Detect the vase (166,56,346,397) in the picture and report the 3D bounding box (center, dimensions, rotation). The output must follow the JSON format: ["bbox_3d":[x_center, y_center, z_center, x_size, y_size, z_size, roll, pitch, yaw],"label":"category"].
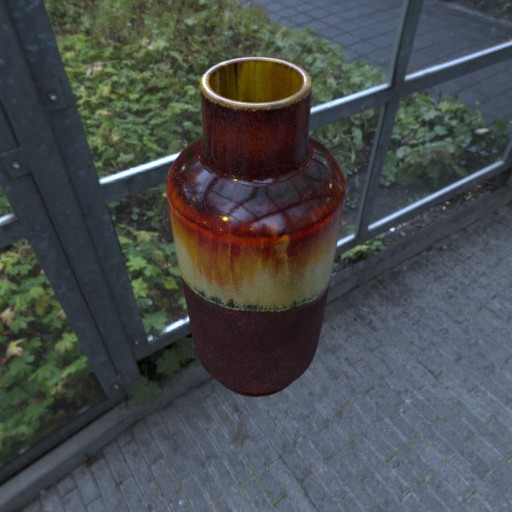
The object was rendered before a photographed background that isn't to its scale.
[{"bbox_3d":[0.000,0.000,0.320,0.111,0.261,0.111,0,46,0],"label":"vase"}]
